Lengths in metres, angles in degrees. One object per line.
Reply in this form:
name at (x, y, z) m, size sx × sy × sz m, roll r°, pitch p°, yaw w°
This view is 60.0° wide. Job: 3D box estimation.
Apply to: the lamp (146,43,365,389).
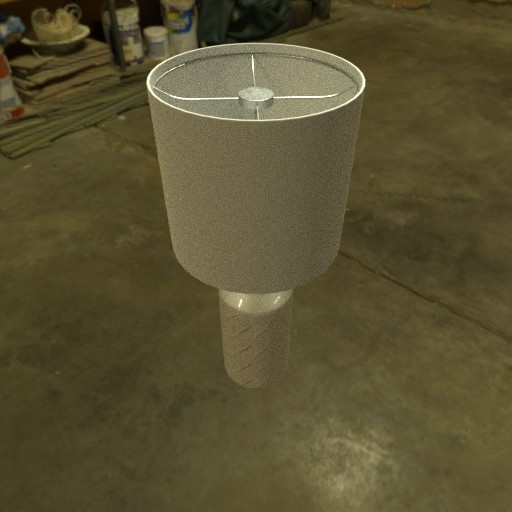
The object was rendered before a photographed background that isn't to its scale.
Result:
lamp at (0.000, 0.000, 0.576) m, size 0.207 × 0.461 × 0.207 m, roll -2°, pitch 41°, yaw -2°
